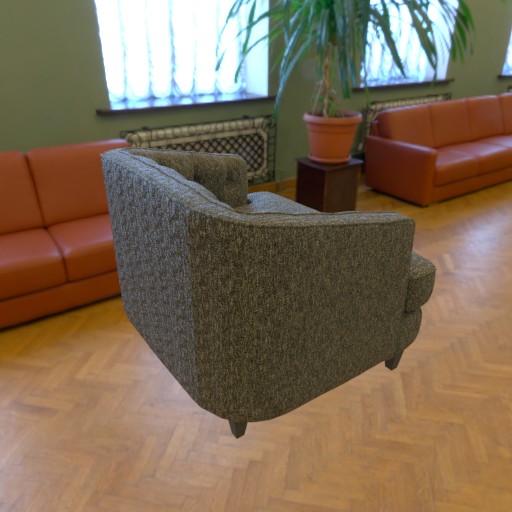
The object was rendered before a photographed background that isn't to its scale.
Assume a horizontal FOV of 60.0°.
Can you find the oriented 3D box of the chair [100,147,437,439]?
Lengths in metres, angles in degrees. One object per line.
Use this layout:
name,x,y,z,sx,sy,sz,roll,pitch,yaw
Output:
chair,0.000,0.000,1.799,0.941,0.852,1.104,-18,32,-31
